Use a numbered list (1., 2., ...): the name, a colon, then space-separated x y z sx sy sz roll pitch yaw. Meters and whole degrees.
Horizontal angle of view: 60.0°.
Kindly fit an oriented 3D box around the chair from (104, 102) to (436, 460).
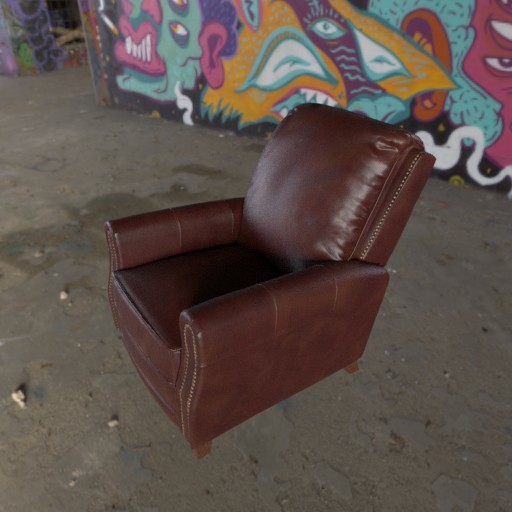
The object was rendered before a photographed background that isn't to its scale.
1. chair: 0.000 0.000 1.780 1.089 1.022 0.826 -19 37 -28
